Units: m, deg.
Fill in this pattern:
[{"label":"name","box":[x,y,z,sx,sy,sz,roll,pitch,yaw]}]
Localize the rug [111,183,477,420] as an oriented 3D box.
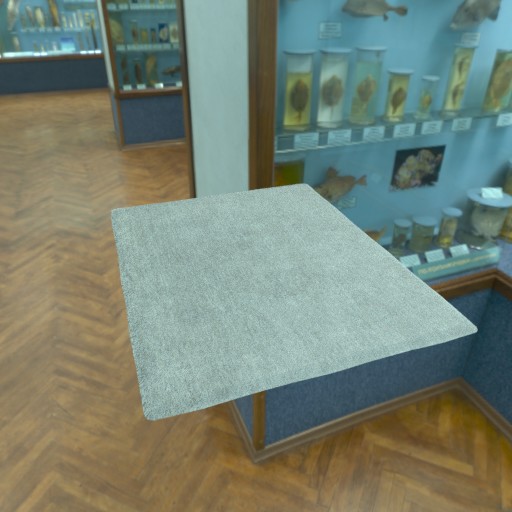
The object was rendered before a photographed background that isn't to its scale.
[{"label":"rug","box":[0.000,0.000,3.938,2.332,0.027,2.933,-10,33,-16]}]
